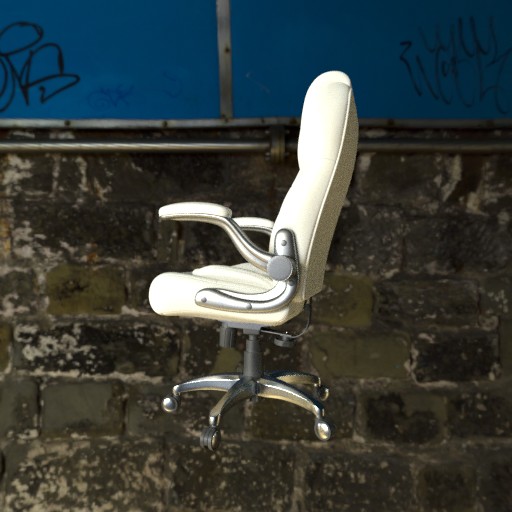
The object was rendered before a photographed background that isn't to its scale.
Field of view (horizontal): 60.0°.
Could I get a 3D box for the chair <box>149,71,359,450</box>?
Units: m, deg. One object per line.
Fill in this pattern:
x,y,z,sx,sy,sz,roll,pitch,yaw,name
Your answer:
0.000,0.000,1.838,0.806,1.330,0.755,0,0,16,chair
